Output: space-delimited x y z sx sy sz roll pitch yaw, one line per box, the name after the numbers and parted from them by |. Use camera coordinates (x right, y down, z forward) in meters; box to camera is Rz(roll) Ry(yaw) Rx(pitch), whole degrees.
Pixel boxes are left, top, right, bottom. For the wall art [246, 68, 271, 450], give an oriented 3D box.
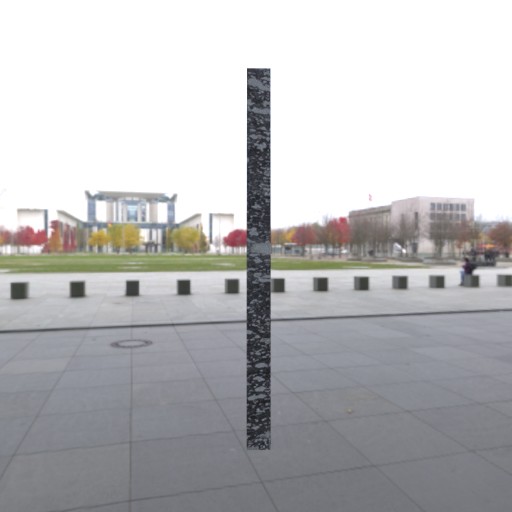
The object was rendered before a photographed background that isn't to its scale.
0.000 0.000 1.153 0.038 0.598 0.919 0 1 -1 | wall art
